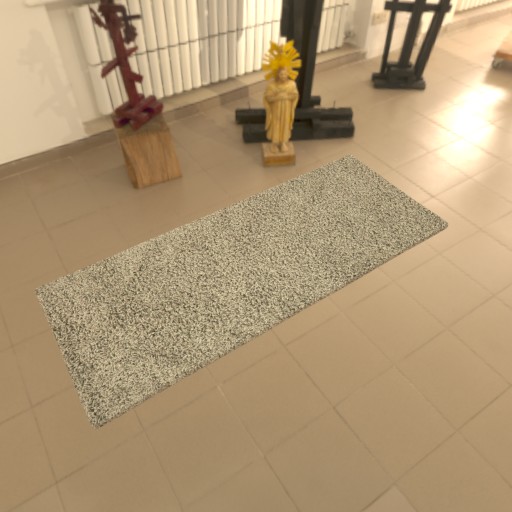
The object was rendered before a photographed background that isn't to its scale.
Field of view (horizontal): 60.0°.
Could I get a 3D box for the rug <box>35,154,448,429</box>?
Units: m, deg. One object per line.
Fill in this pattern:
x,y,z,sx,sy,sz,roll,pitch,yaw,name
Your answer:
0.000,0.000,1.721,1.524,0.030,0.609,-26,52,-22,rug
